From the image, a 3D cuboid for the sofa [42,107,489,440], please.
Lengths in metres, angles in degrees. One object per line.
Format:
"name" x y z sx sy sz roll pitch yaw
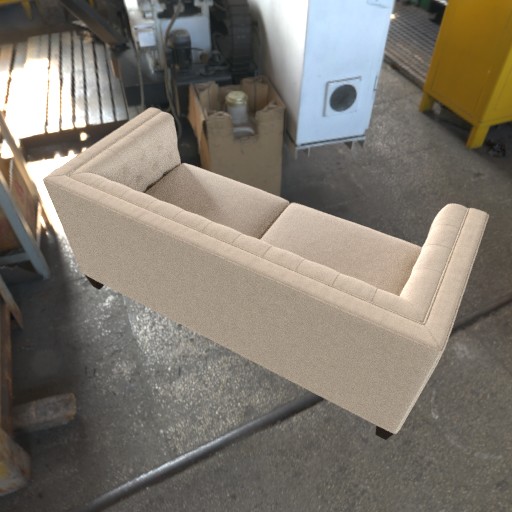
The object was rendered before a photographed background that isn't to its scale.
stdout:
"sofa" 0.000 0.000 2.167 1.778 0.762 0.775 23 50 20
